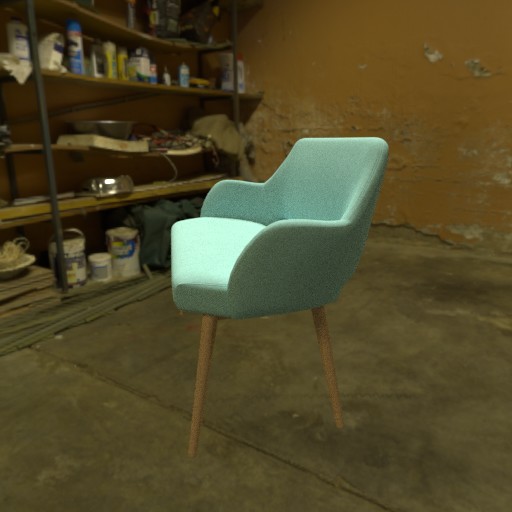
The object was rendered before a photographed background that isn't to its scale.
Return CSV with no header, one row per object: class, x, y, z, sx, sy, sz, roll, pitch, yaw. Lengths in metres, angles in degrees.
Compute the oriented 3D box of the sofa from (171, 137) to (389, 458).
sofa,0.000,0.000,1.630,0.610,0.840,1.150,-3,15,-10
